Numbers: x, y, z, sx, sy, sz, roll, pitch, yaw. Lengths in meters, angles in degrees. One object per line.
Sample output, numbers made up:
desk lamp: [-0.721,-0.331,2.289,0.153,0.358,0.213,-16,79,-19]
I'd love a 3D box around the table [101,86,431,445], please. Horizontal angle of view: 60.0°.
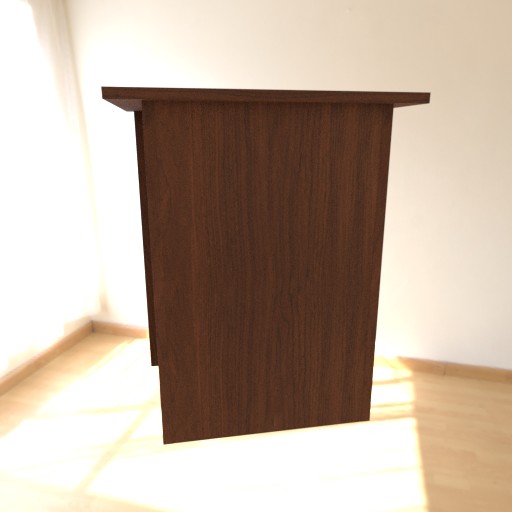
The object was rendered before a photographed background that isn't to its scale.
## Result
table: [0.000,0.000,1.062,0.589,0.711,0.406,-3,15,-10]
